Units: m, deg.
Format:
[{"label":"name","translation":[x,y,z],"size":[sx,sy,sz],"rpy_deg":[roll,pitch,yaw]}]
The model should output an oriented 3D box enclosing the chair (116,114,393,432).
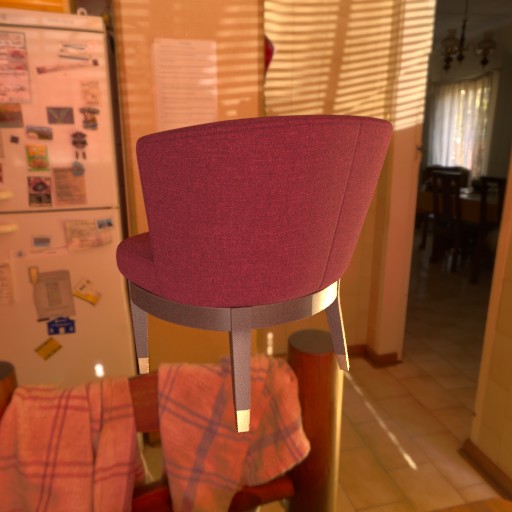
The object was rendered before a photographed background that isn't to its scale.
[{"label":"chair","translation":[0.000,0.000,1.293],"size":[0.700,0.760,0.660],"rpy_deg":[-14,20,-42]}]
